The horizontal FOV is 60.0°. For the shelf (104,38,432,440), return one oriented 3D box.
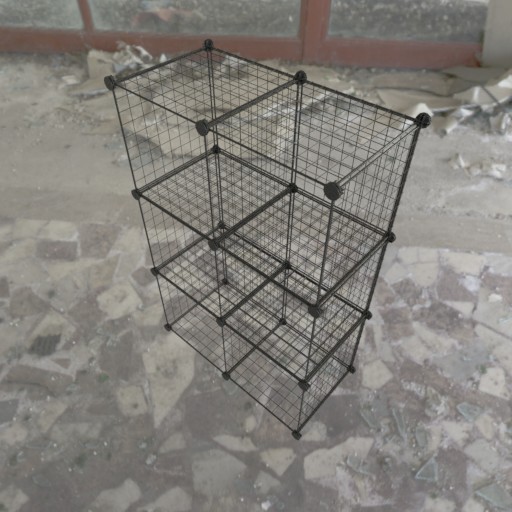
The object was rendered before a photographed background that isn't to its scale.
[{"bbox_3d":[0.000,0.000,1.409,0.711,1.067,0.356,32,53,28],"label":"shelf"}]
